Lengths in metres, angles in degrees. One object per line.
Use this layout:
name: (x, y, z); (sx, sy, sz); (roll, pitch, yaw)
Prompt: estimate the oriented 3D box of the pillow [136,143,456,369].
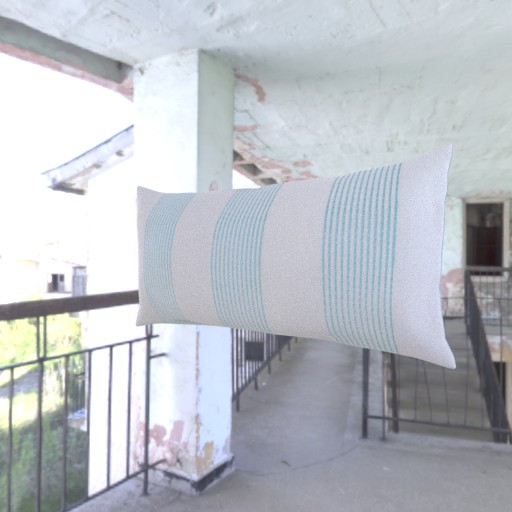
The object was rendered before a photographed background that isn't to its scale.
pillow: (0.000, 0.000, 0.725); (0.610, 0.287, 0.151); (0, 0, 36)
